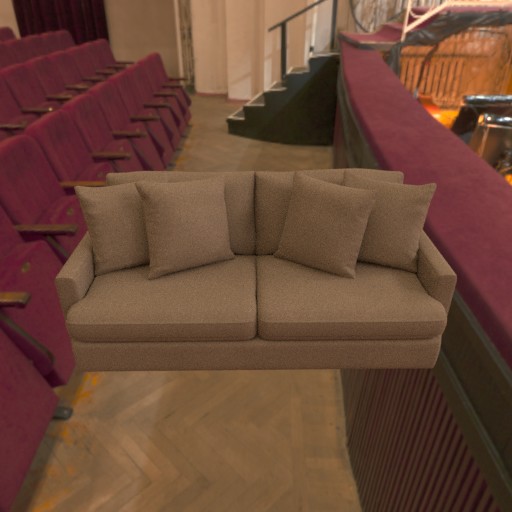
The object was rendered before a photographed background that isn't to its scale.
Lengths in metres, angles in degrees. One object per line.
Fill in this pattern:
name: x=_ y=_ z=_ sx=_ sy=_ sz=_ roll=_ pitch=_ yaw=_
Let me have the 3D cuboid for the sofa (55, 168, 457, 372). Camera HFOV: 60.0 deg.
sofa: x=0.000 y=0.000 z=3.030 sx=2.380 sy=1.084 sz=1.228 roll=0 pitch=30 yaw=-1
